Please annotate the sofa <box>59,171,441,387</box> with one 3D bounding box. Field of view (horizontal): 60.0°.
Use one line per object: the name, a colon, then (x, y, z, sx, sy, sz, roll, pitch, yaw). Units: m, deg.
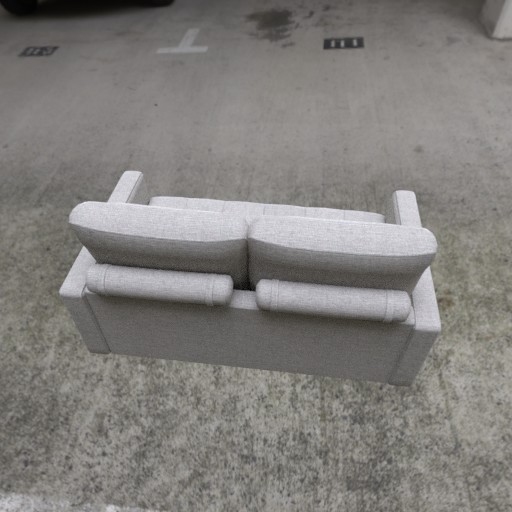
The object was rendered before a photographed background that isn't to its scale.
sofa: (0.000, 0.000, 1.944, 1.407, 0.907, 0.842, 5, 47, 5)
